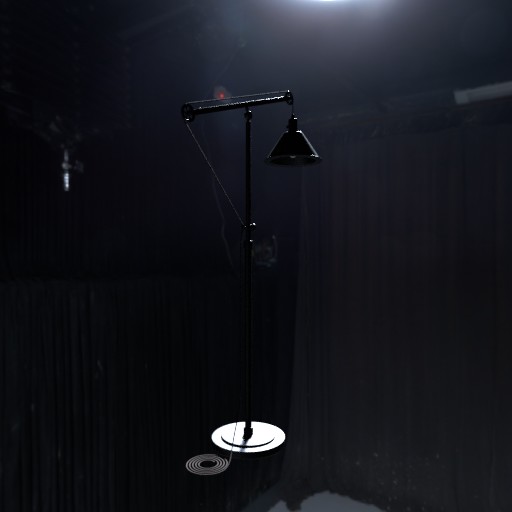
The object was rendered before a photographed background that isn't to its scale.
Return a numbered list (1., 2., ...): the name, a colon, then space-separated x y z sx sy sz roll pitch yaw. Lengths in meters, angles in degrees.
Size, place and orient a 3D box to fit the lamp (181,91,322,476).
1. lamp: 0.000 0.000 1.974 0.319 1.626 0.904 0 0 37
